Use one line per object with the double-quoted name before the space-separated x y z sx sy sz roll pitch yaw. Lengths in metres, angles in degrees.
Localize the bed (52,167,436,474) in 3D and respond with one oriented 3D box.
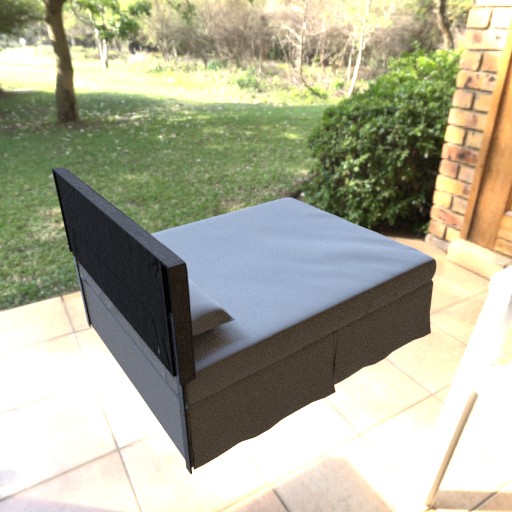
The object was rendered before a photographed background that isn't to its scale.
"bed" 0.000 0.000 2.951 1.958 1.168 1.621 -19 33 -32
